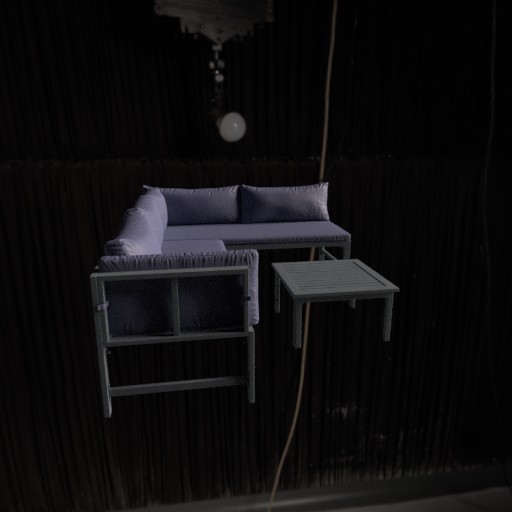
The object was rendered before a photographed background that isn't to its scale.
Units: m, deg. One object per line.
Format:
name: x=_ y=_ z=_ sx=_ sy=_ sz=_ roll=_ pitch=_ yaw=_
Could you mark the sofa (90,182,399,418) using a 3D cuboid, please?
sofa: x=0.000 y=0.000 z=2.912 sx=1.658 sy=0.762 sz=2.149 roll=-3 pitch=16 yaw=-9
